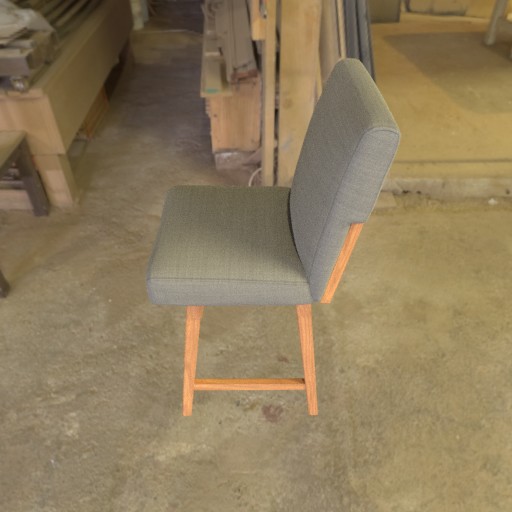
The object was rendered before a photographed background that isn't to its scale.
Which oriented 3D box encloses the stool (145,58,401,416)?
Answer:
[{"bbox_3d":[0.000,0.000,1.321,0.570,1.019,0.459,0,41,0],"label":"stool"}]
